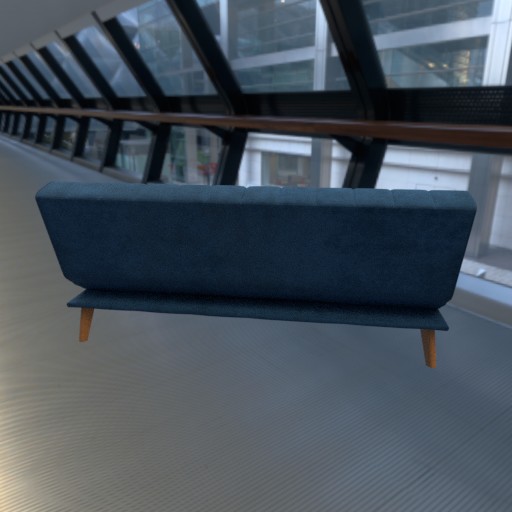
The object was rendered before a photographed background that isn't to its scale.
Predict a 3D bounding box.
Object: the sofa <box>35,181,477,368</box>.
[{"bbox_3d":[0.000,0.000,2.295,1.804,0.813,0.855,2,18,8],"label":"sofa"}]
